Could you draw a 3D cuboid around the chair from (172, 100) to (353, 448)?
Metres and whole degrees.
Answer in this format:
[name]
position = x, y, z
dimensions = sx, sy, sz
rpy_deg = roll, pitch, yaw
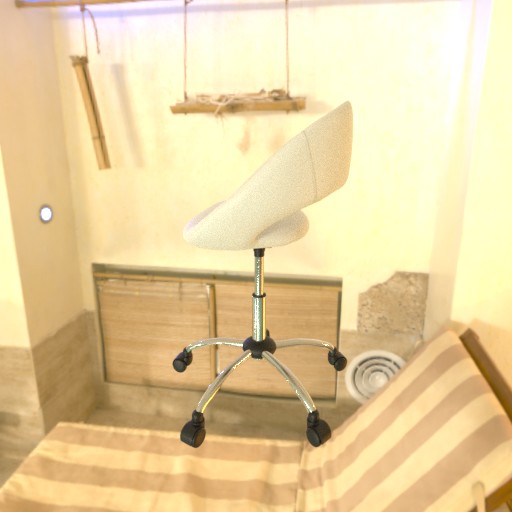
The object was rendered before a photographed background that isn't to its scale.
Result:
[chair]
position = 0.000, 0.000, 1.200
dimensions = 0.538, 0.791, 0.612
rpy_deg = 2, 16, 8
